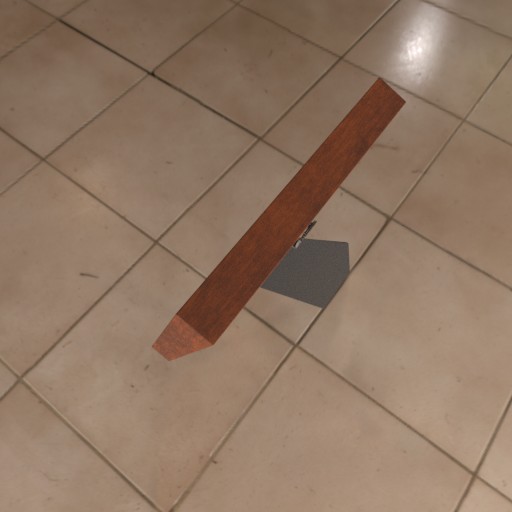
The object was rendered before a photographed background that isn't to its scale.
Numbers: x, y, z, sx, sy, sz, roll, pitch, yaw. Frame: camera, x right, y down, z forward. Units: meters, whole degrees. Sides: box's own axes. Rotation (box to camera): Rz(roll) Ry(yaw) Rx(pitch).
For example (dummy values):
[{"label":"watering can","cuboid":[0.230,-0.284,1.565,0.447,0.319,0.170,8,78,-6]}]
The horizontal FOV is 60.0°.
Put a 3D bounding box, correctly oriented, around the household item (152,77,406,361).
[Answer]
[{"label":"household item","cuboid":[0.000,0.000,0.297,0.096,0.204,0.160,33,68,15]}]
